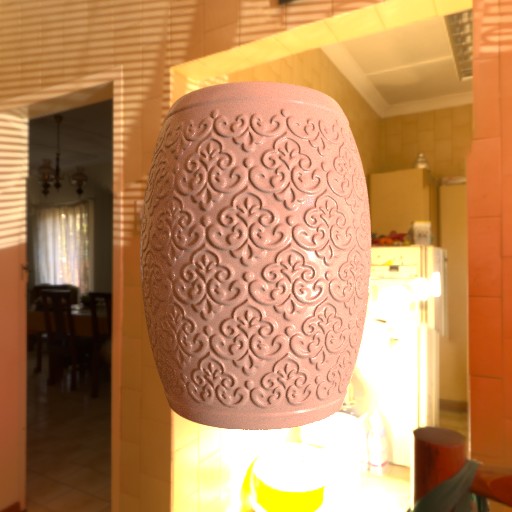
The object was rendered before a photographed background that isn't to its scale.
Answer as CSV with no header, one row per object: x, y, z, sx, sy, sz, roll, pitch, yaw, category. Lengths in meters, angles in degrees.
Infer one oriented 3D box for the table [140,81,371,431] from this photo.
0.000,0.000,0.612,0.309,0.397,0.309,0,0,0,table
